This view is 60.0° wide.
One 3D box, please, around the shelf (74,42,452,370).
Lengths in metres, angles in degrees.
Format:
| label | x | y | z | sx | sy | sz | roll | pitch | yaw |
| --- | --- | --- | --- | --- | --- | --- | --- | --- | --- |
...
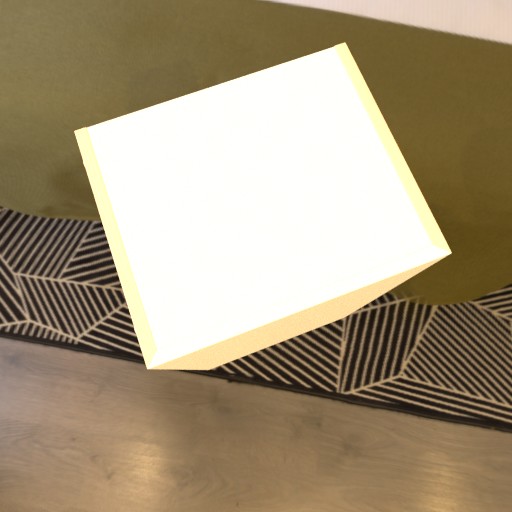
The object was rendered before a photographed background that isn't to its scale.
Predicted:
| label | x | y | z | sx | sy | sz | roll | pitch | yaw |
| --- | --- | --- | --- | --- | --- | --- | --- | --- | --- |
| shelf | 0.000 | 0.000 | 0.792 | 0.350 | 0.600 | 0.290 | -20 | 76 | -5 |
